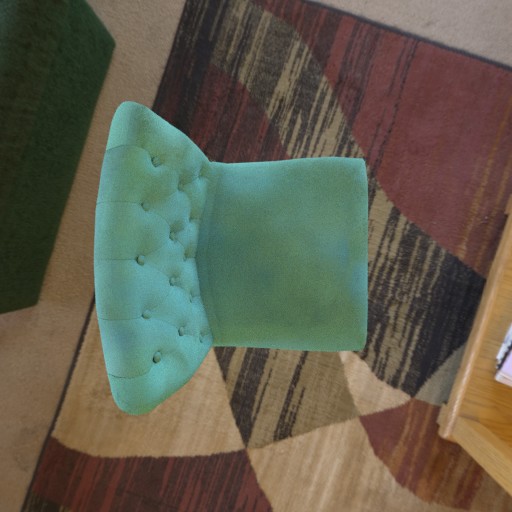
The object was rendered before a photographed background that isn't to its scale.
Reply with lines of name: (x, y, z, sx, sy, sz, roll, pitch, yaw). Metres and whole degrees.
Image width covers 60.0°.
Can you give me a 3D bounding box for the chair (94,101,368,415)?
chair: (0.000, 0.000, 1.173, 0.605, 0.750, 0.582, 0, 91, 1)
